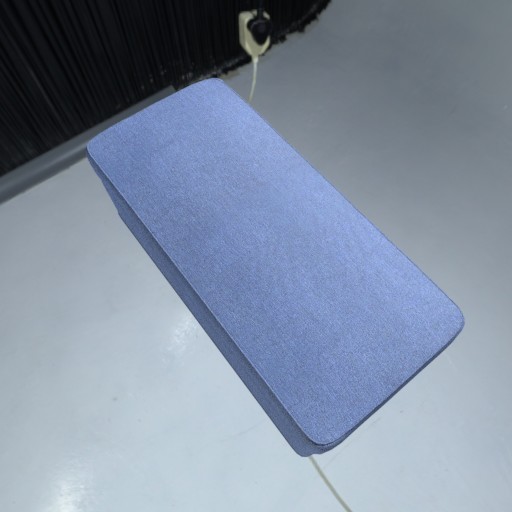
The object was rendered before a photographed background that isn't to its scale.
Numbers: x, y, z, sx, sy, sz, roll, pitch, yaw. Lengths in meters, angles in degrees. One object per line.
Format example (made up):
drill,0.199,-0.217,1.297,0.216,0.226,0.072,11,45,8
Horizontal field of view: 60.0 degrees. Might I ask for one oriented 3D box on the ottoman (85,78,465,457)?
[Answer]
ottoman,0.000,0.000,1.389,0.515,0.460,1.110,-35,68,-16
